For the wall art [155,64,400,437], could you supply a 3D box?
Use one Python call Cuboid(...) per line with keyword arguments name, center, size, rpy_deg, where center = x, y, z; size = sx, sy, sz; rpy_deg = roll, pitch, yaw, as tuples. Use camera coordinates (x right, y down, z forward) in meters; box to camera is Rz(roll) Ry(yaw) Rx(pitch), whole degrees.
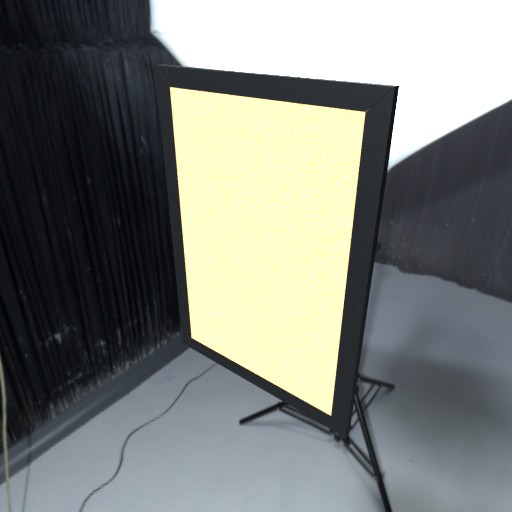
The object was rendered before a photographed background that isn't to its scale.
Cuboid(name="wall art", center=(0.000, 0.000, 0.599), size=(0.326, 0.459, 0.011), rpy_deg=(21, 34, 33))
